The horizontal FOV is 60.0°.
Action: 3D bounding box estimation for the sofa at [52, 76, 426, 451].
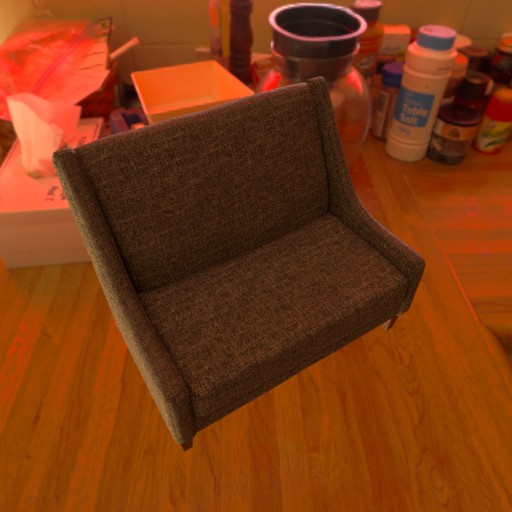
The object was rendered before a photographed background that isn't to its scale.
[{"bbox_3d":[0.000,0.000,1.908,1.242,1.021,0.870,-24,50,-22],"label":"sofa"}]
